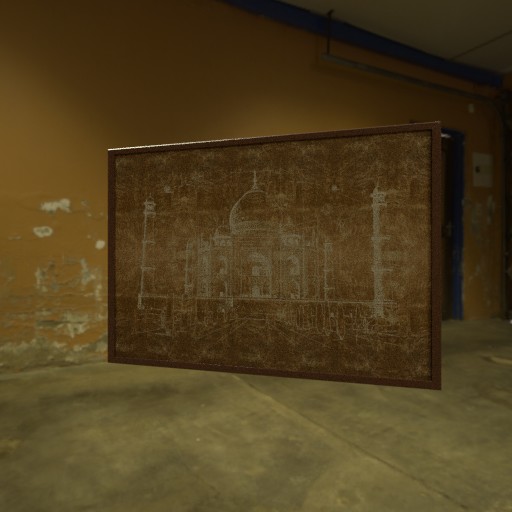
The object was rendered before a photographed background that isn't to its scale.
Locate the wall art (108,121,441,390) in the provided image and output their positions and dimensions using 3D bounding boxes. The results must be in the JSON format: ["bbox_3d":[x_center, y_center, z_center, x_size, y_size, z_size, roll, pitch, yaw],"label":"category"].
[{"bbox_3d":[0.000,0.000,0.853,0.660,0.455,0.014,0,0,17],"label":"wall art"}]
